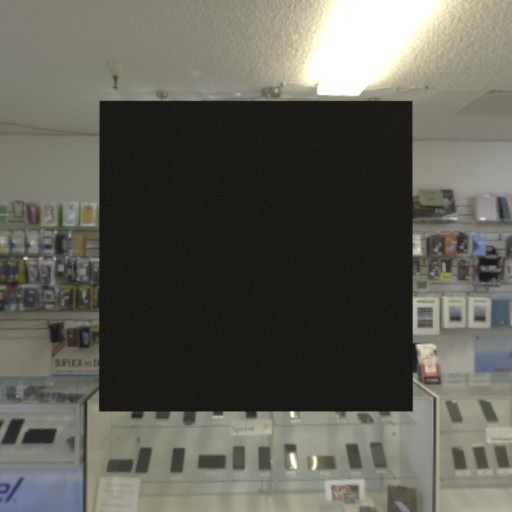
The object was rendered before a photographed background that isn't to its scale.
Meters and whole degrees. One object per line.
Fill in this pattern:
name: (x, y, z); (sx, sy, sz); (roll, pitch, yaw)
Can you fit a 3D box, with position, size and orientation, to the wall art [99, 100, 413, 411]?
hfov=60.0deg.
wall art: (0.000, 0.000, 0.450); (0.308, 0.305, 0.030); (0, 0, 0)
